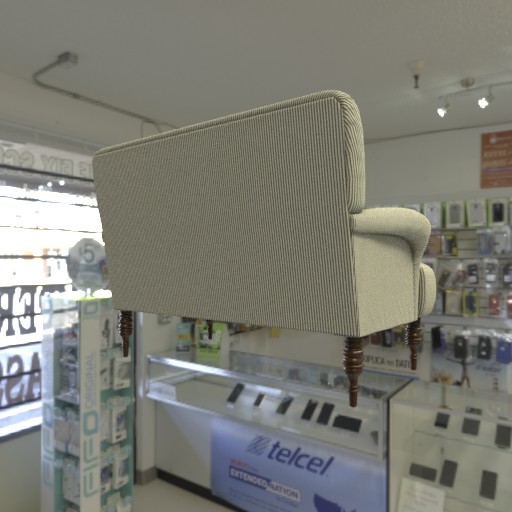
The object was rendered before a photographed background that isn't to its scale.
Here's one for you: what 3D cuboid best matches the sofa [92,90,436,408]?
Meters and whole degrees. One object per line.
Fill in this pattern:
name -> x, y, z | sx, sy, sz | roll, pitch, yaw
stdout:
sofa -> 0.000, 0.000, 1.813 | 1.297, 0.889, 0.779 | 0, -1, 38
